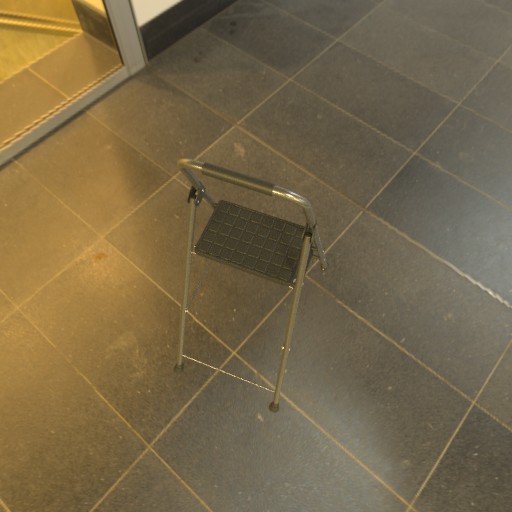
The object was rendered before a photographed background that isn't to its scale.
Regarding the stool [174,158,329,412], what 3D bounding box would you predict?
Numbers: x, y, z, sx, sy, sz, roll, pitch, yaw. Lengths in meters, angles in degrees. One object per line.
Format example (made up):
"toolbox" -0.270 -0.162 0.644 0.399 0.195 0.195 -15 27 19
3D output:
"stool" 0.000 0.000 1.501 0.473 1.121 0.733 19 64 10
